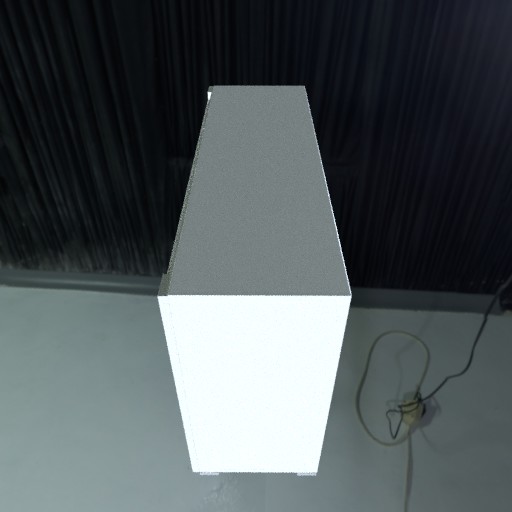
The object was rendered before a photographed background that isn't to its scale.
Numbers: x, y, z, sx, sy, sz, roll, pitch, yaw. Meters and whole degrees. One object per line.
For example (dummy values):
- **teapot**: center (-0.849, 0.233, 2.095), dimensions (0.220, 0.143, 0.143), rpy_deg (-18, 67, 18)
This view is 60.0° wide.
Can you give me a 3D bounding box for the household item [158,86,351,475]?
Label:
- **household item**: center (0.000, 0.000, 1.735), dimensions (0.420, 0.867, 1.300), rpy_deg (0, 40, 0)
